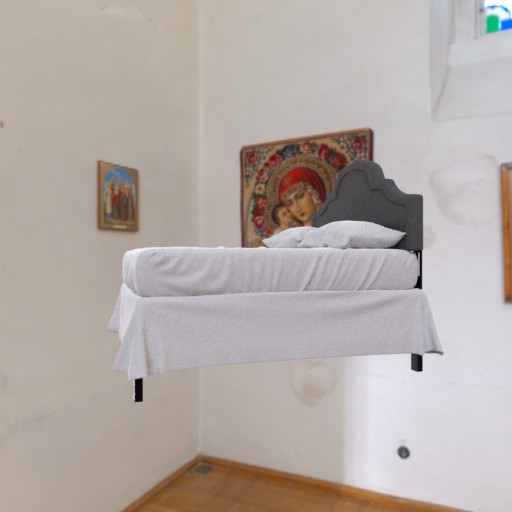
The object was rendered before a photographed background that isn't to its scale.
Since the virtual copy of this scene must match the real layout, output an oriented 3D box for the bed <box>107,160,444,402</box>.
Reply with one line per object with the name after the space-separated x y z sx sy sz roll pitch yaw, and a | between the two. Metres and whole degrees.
0.000 0.000 3.535 2.222 1.634 1.780 0 0 -20 | bed
